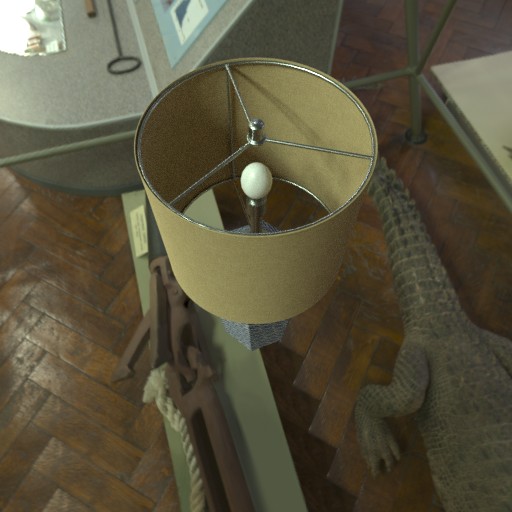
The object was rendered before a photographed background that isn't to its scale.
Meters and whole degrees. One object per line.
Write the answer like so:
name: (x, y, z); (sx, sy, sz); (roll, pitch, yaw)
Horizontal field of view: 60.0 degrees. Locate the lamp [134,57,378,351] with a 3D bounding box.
lamp: (0.000, 0.000, 0.864); (0.320, 0.682, 0.320); (-15, 61, -8)
